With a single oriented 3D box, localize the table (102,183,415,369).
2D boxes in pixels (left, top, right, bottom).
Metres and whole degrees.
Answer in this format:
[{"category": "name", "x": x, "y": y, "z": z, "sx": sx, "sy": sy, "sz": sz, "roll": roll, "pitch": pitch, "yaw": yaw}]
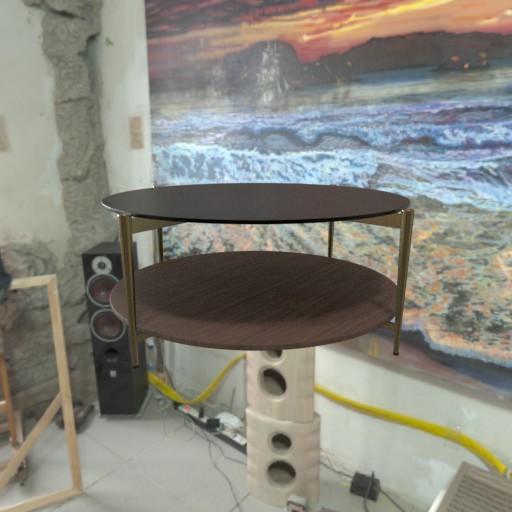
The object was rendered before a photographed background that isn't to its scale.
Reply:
[{"category": "table", "x": 0.000, "y": 0.000, "z": 1.470, "sx": 0.938, "sy": 0.400, "sz": 0.938, "roll": 2, "pitch": 14, "yaw": 9}]
